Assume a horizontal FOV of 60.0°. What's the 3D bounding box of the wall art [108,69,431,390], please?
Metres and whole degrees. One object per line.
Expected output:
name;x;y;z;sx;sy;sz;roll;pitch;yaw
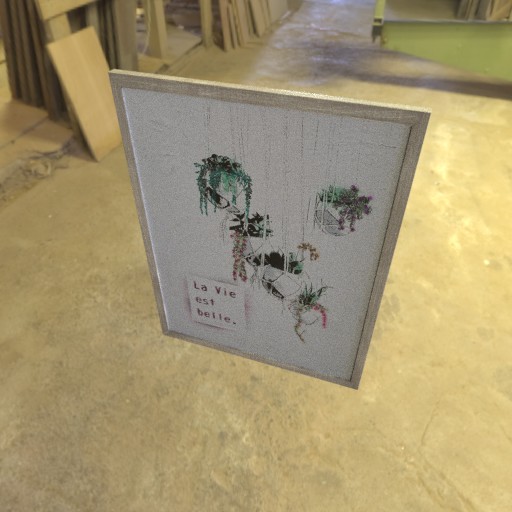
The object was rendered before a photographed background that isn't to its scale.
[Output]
wall art;0.000;0.000;1.362;0.781;1.022;0.035;12;42;14
